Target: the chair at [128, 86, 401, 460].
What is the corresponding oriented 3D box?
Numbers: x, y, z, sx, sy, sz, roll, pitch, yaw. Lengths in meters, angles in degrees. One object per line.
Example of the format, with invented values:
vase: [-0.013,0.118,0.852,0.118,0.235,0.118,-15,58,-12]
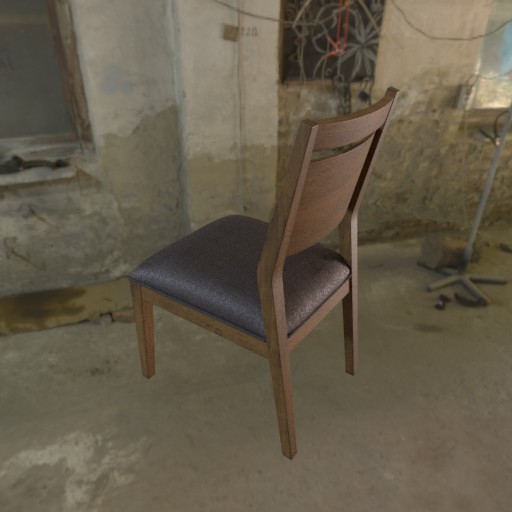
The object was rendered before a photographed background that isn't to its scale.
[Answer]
chair: [0.000,0.000,1.304,0.610,0.939,0.501,21,36,31]
